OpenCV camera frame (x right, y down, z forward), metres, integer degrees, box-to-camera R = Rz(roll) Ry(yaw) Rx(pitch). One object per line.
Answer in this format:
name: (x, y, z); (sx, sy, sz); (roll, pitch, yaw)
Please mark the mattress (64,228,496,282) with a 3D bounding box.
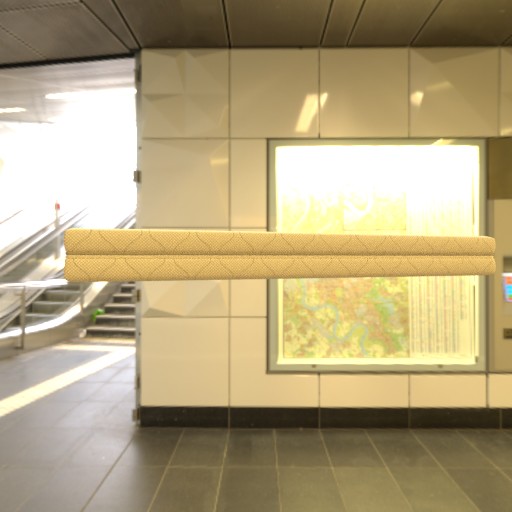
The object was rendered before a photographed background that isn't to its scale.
mattress: (0.000, 0.000, 2.653); (2.000, 0.200, 1.600); (0, 0, -19)
